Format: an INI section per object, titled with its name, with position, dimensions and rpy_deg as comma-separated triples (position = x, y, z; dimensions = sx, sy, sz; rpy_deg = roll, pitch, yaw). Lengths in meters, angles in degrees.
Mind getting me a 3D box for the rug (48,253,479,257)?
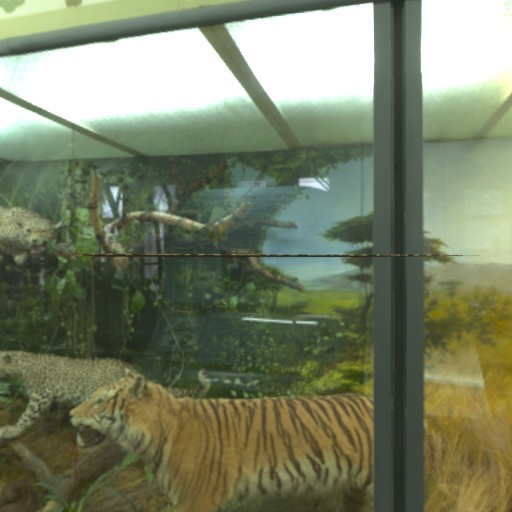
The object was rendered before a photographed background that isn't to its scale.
[rug]
position = 0.000, 0.000, 3.065
dimensions = 2.438, 0.008, 1.524
rpy_deg = 0, 0, -17
